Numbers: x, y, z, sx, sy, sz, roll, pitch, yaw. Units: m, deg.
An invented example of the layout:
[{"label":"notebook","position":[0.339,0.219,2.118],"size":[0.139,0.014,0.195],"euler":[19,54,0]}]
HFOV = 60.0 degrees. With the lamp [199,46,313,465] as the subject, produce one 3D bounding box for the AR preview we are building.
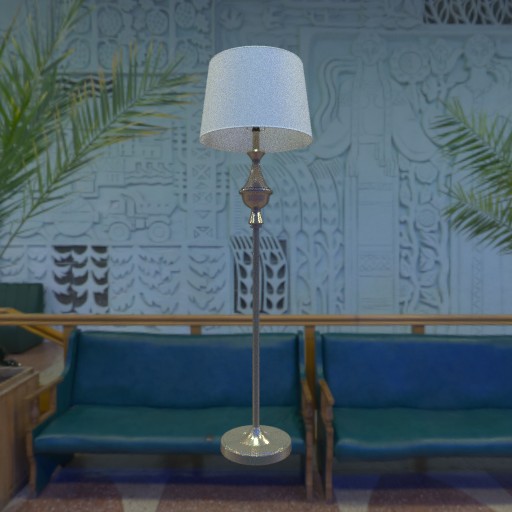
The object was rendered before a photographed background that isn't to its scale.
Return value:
[{"label":"lamp","position":[0.000,0.000,1.698],"size":[0.431,1.488,0.431],"euler":[0,2,0]}]
